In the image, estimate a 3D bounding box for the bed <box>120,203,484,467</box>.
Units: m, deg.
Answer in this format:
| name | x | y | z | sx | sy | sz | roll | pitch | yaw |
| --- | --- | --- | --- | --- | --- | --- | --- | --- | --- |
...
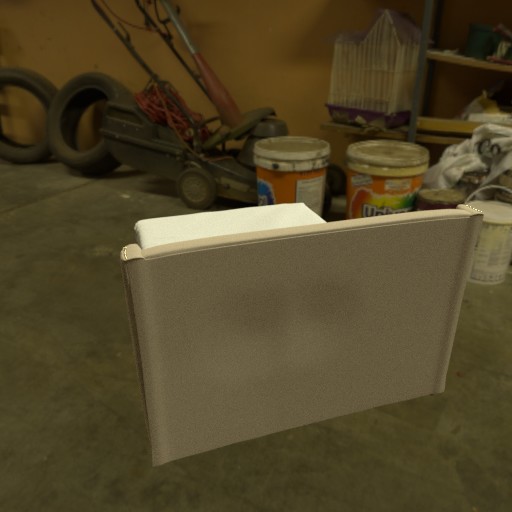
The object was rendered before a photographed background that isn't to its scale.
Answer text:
| name | x | y | z | sx | sy | sz | roll | pitch | yaw |
| --- | --- | --- | --- | --- | --- | --- | --- | --- | --- |
| bed | 0.000 | 0.000 | 3.383 | 1.925 | 1.332 | 2.276 | -8 | 27 | -16 |
